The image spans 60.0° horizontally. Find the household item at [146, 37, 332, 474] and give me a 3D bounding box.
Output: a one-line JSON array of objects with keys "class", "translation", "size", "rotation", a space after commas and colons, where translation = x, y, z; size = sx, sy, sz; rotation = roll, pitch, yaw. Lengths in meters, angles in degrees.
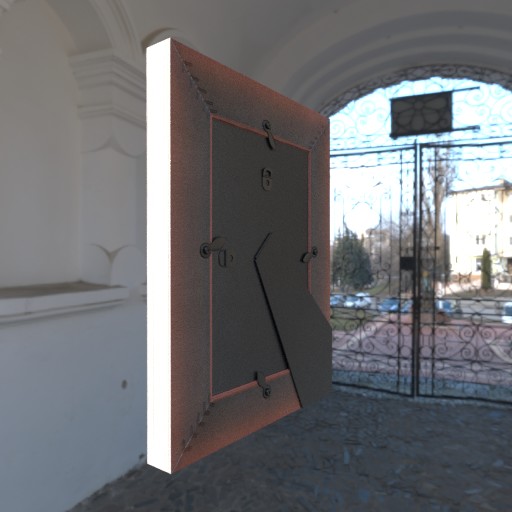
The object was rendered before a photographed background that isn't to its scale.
[{"class": "household item", "translation": [0.000, 0.000, 0.291], "size": [0.025, 0.216, 0.165], "rotation": [0, 0, 38]}]
